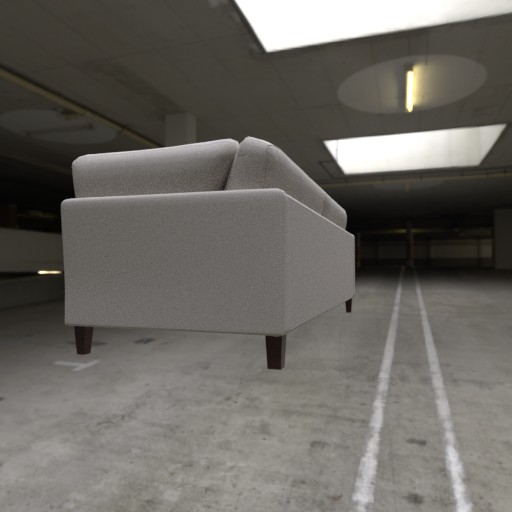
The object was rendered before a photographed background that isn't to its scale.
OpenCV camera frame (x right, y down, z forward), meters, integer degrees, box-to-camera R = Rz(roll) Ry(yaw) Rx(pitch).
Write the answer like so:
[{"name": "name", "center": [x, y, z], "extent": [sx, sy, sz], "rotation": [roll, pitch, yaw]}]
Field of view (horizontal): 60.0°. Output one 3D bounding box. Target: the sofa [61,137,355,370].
[{"name": "sofa", "center": [0.000, 0.000, 2.724], "extent": [0.957, 0.863, 2.301], "rotation": [-1, -2, 19]}]
